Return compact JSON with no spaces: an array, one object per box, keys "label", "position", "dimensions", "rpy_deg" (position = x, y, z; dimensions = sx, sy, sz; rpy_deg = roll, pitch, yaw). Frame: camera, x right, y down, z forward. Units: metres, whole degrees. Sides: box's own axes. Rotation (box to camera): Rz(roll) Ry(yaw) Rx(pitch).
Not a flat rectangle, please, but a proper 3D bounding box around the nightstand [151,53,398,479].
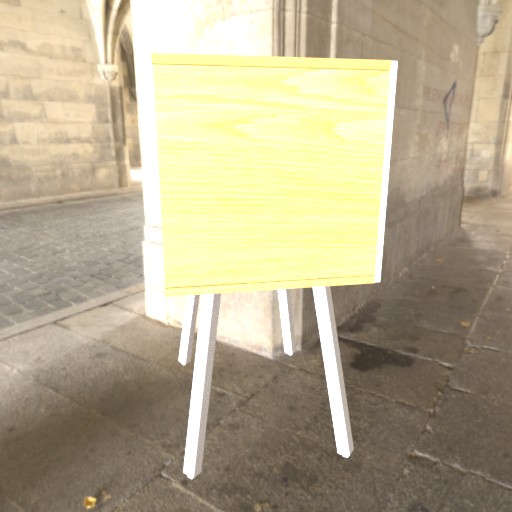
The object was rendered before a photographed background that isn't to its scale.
[{"label":"nightstand","position":[0.000,0.000,0.797],"dimensions":[0.316,0.601,0.400],"rpy_deg":[-3,16,-10]}]
